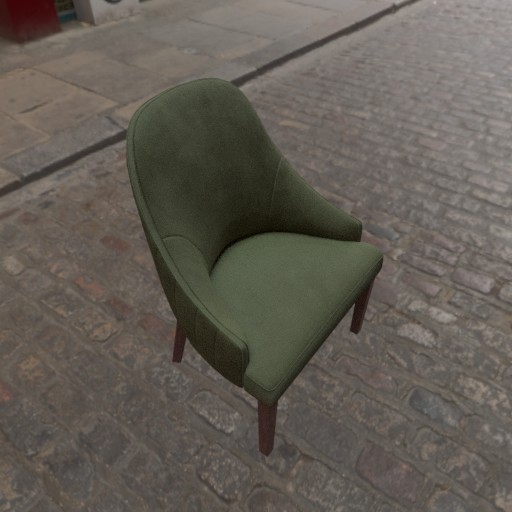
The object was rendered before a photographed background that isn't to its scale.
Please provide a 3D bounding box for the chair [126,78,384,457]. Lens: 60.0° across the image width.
[{"bbox_3d":[0.000,0.000,1.324,0.575,0.889,0.643,27,48,27],"label":"chair"}]
